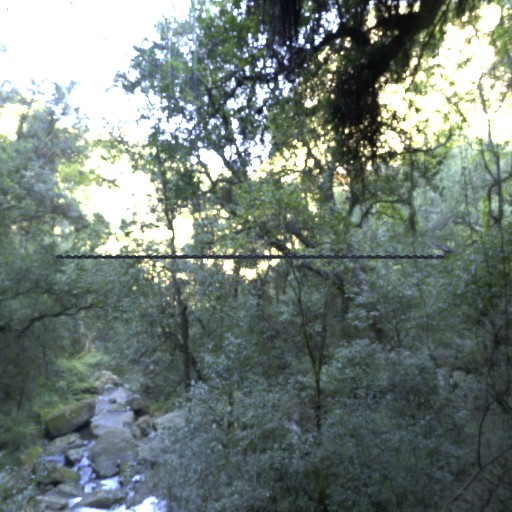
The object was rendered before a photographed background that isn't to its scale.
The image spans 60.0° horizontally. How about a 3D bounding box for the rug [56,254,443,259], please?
[{"bbox_3d":[0.000,0.000,2.988,1.613,0.017,2.312,0,0,2],"label":"rug"}]
